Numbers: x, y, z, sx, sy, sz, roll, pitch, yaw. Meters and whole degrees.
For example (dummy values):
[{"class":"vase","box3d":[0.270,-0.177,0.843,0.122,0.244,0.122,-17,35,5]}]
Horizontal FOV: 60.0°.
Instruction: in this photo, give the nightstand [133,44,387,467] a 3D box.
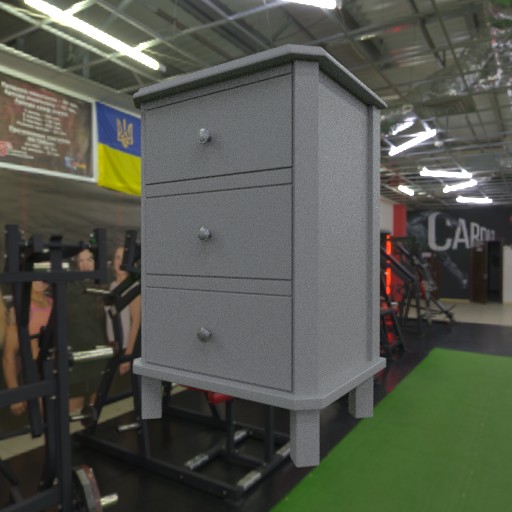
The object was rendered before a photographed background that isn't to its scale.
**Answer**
[{"class":"nightstand","box3d":[0.000,0.000,0.944,0.450,0.680,0.350,0,1,34]}]
